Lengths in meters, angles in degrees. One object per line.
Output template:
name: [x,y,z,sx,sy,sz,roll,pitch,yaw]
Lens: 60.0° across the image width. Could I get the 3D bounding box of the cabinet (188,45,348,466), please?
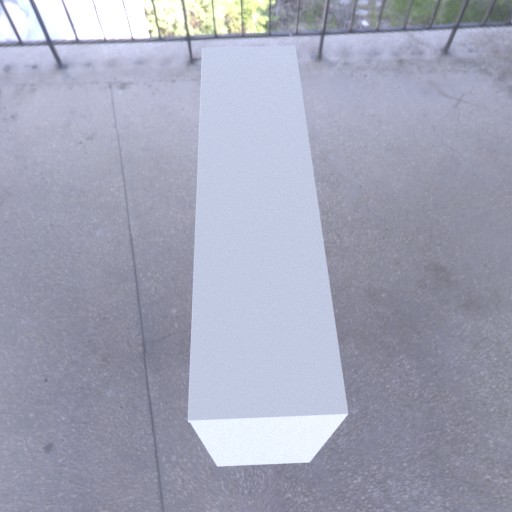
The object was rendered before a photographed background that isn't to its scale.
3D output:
cabinet: [0.000,0.000,1.809,0.380,0.900,1.450,-2,58,-1]
